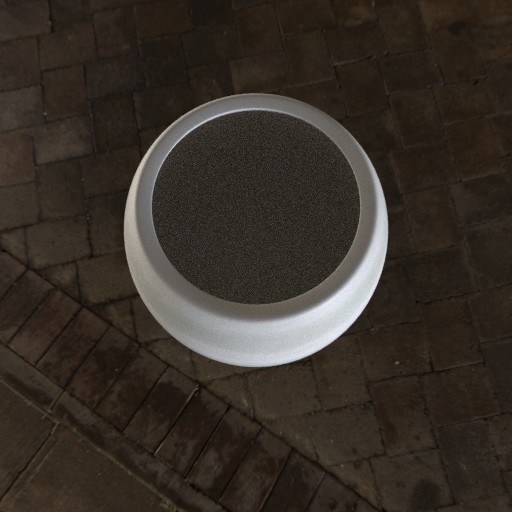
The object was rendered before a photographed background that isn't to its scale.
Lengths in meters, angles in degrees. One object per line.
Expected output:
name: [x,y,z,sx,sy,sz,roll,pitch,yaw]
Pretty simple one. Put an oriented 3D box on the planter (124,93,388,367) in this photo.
planter: [0.000,0.000,0.331,0.161,0.224,0.161,0,75,0]
